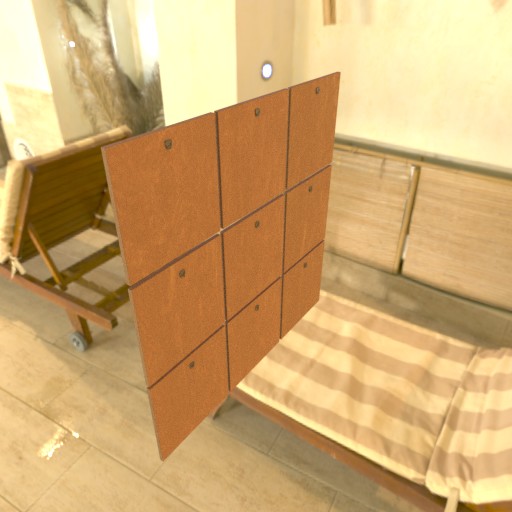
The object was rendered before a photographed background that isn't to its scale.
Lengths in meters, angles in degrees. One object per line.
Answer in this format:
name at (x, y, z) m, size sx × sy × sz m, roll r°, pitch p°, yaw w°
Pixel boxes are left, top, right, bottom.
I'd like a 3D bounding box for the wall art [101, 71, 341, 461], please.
wall art at (0.000, 0.000, 1.334) m, size 0.018 × 0.913 × 0.915 m, roll 21°, pitch 38°, yaw 30°
